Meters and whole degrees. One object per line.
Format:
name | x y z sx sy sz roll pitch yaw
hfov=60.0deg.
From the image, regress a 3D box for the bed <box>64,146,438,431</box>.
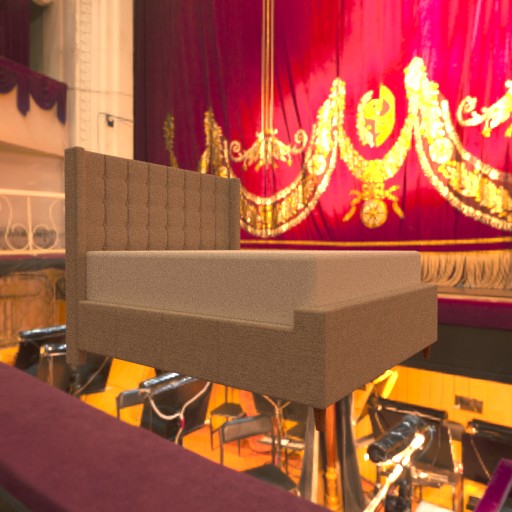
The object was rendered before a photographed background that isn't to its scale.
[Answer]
bed | 0.000 0.000 3.690 2.370 1.743 2.045 1 1 37
